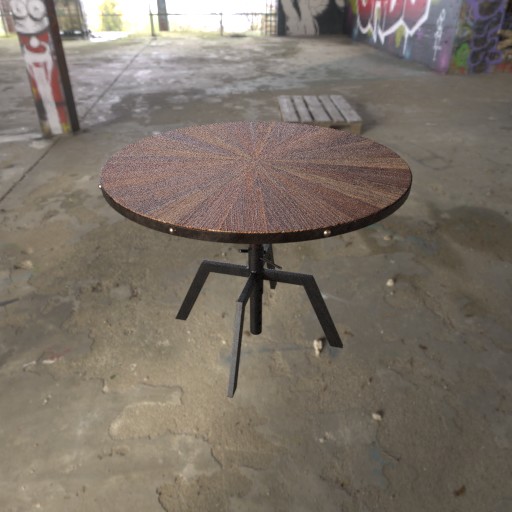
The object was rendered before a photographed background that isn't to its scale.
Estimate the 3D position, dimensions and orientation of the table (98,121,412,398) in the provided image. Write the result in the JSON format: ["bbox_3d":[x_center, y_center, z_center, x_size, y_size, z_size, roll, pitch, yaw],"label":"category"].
[{"bbox_3d":[0.000,0.000,1.479,0.885,0.658,0.885,0,32,0],"label":"table"}]
